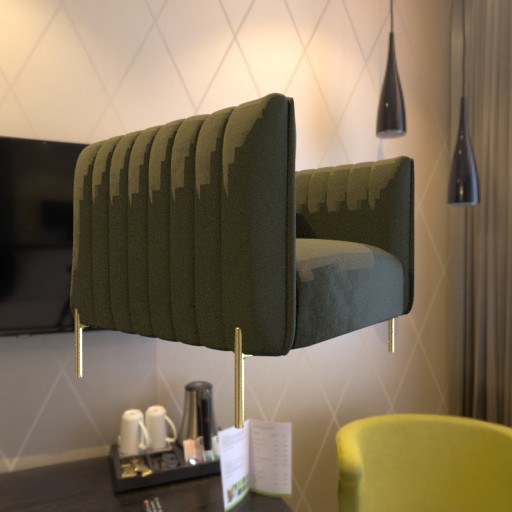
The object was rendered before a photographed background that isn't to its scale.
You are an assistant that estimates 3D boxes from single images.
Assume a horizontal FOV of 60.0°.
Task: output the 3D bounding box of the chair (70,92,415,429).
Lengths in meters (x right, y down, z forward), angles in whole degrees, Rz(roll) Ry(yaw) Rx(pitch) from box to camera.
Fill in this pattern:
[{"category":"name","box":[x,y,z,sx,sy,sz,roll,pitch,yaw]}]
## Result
[{"category":"chair","box":[0.000,0.000,1.625,0.877,0.794,1.032,1,1,37]}]
